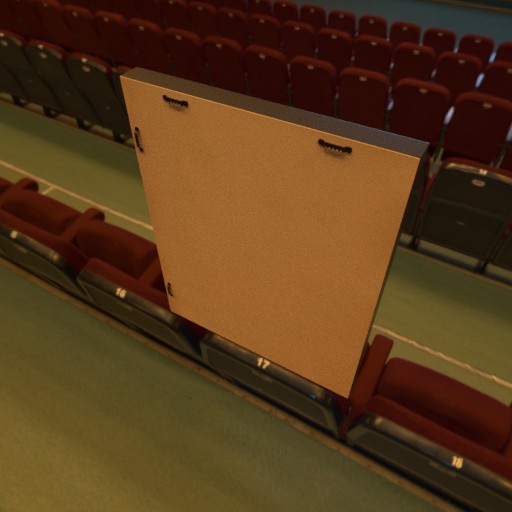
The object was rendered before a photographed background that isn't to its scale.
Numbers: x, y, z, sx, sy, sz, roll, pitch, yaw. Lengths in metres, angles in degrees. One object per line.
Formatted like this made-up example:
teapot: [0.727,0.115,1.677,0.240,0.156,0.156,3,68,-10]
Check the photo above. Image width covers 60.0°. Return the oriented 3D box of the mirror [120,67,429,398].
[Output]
mirror: [0.000,0.000,0.712,0.405,0.508,0.041,22,49,21]
